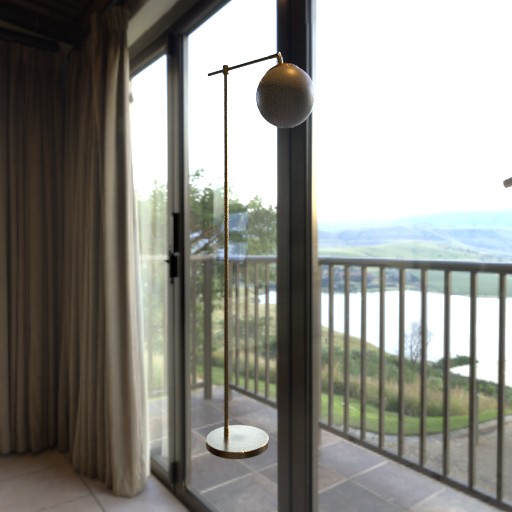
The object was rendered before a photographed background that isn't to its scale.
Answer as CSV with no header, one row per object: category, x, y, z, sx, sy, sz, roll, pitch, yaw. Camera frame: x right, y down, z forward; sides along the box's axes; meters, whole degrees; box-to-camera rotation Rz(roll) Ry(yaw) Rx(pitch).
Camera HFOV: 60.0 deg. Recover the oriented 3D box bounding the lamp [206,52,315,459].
lamp,0.000,0.000,1.696,0.476,1.505,0.249,1,2,35
